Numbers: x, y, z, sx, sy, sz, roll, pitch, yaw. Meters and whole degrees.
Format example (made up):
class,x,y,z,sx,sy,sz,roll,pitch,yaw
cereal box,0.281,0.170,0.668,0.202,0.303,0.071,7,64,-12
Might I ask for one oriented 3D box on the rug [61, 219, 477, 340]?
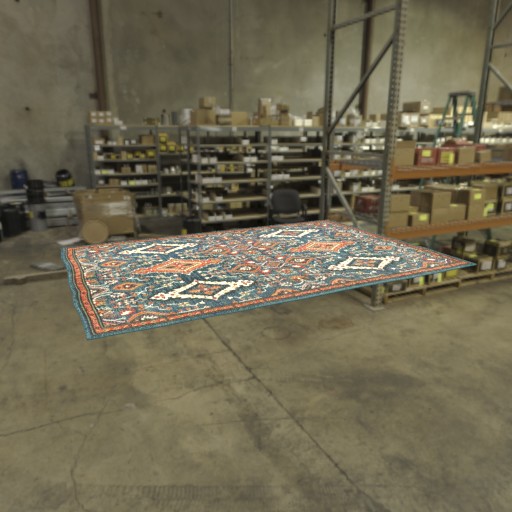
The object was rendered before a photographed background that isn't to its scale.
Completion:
class,x,y,z,sx,sy,sz,roll,pitch,yaw
rug,0.000,0.000,3.009,2.373,0.009,1.622,-8,18,-25
